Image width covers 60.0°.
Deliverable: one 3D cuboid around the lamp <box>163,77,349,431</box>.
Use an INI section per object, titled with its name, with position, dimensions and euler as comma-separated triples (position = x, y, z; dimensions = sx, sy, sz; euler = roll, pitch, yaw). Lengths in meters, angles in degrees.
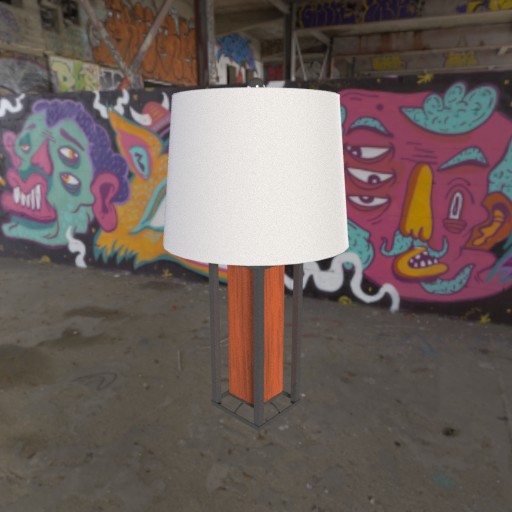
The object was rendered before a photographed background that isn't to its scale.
[lamp]
position = 0.000, 0.000, 0.784
dimensions = 0.320, 0.591, 0.320
euler = 0, 15, 0
